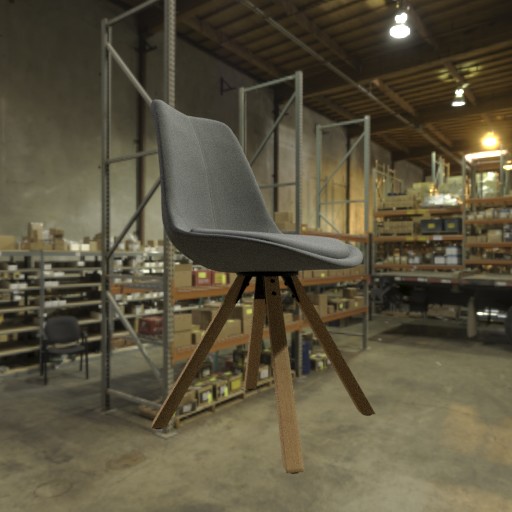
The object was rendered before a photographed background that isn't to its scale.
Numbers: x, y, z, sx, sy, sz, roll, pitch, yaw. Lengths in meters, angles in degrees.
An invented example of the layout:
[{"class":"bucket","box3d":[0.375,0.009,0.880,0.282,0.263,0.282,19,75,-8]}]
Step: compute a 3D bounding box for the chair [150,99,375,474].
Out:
[{"class":"chair","box3d":[0.000,0.000,1.181,0.549,0.863,0.474,0,0,36]}]
